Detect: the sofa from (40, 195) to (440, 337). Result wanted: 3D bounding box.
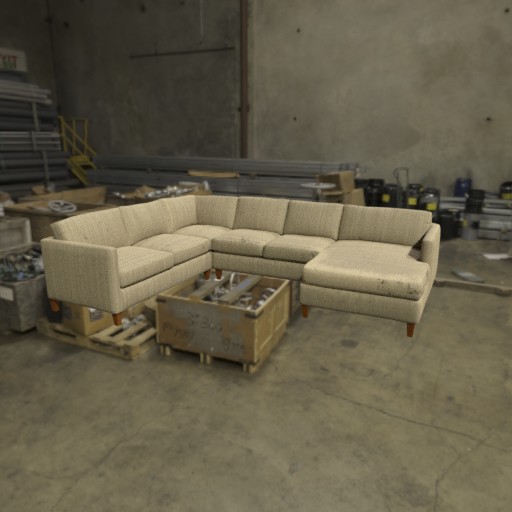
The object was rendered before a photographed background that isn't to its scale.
[{"bbox_3d":[0.000,0.000,4.720,3.460,0.961,2.594,7,16,25],"label":"sofa"}]
